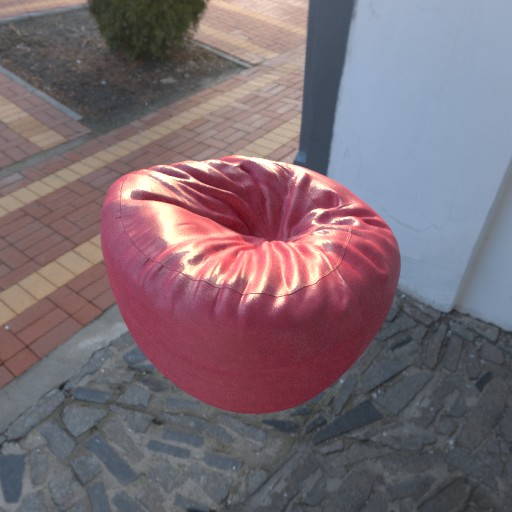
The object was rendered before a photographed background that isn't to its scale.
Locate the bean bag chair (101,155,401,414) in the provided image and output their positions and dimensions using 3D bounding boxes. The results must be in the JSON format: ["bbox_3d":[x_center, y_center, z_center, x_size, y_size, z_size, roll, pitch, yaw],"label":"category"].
[{"bbox_3d":[0.000,0.000,2.414,1.524,0.878,1.524,-24,47,-25],"label":"bean bag chair"}]
